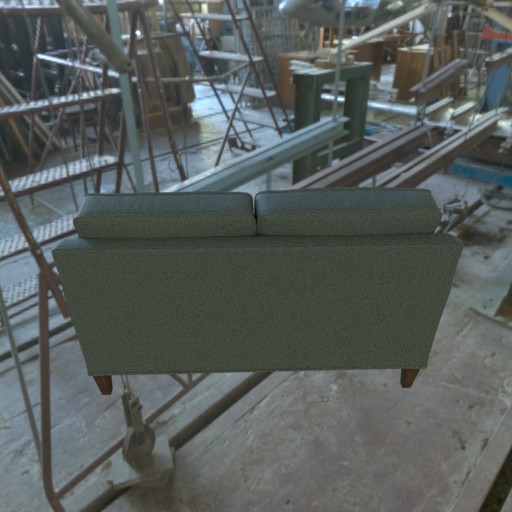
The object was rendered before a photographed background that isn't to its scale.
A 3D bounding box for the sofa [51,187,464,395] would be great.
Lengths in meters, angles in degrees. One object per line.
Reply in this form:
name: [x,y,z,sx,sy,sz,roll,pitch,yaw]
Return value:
sofa: [0.000,0.000,2.233,1.597,1.003,1.084,-1,31,-1]
